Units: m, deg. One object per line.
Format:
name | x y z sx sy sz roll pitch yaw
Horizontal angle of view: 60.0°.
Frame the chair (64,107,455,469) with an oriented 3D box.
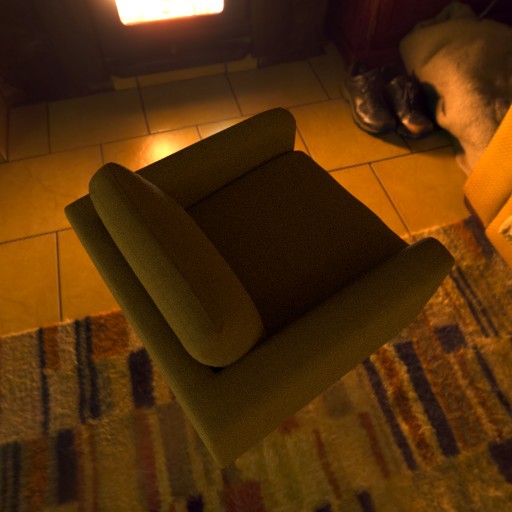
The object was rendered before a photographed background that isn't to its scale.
chair | 0.000 0.000 1.805 1.100 0.847 1.070 -31 63 -18
